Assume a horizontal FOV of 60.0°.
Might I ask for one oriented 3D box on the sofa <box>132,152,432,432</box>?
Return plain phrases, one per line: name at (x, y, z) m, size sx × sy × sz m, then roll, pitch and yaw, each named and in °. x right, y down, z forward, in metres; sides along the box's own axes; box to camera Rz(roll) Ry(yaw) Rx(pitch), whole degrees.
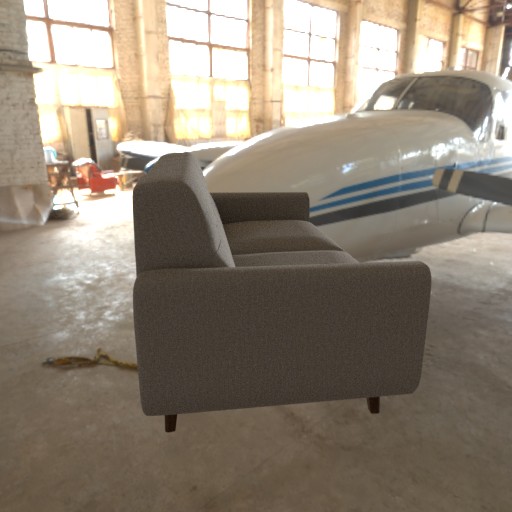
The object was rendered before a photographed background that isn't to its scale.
sofa at (0.000, 0.000, 2.148) m, size 0.952 × 0.925 × 1.651 m, roll -2°, pitch 17°, yaw -8°
